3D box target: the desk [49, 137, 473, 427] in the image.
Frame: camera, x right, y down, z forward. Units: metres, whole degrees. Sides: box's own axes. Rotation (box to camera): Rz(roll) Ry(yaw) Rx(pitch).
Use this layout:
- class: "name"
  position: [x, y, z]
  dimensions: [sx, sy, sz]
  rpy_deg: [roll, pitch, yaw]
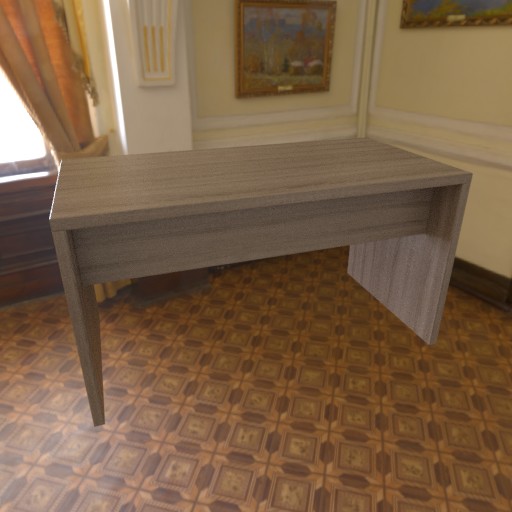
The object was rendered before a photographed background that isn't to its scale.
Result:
- class: "desk"
  position: [0.000, 0.000, 1.814]
  dimensions: [1.380, 0.745, 0.690]
  rpy_deg: [-9, 27, -17]
